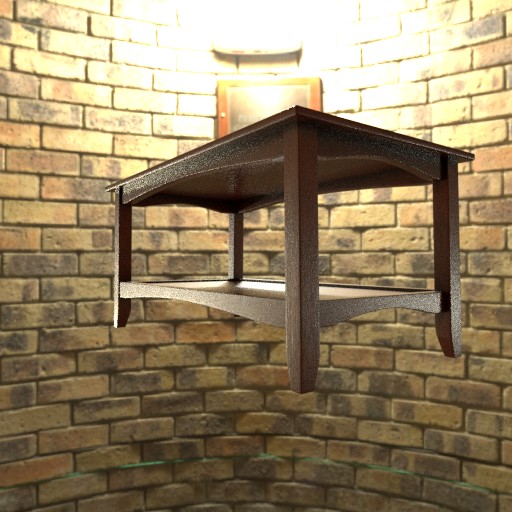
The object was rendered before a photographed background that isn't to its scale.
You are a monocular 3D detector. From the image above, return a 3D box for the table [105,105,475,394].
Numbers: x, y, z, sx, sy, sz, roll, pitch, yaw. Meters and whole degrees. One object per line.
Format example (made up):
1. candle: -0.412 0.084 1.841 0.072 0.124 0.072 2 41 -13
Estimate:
1. table: 0.000 0.000 1.217 0.533 0.456 0.943 0 -1 -36
